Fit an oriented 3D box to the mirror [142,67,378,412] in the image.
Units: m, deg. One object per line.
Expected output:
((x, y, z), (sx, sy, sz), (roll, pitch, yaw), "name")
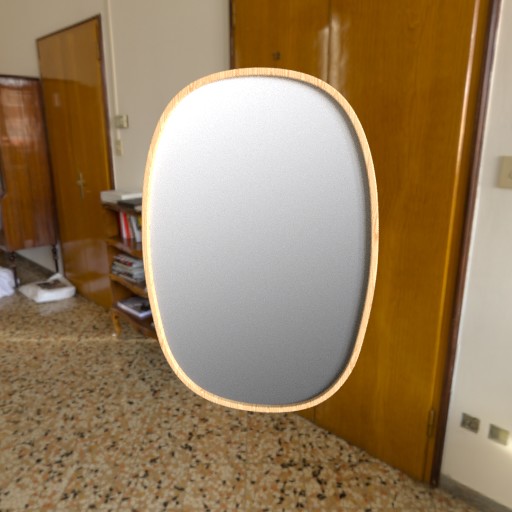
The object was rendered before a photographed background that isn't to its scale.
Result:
((0.000, 0.000, 1.367), (0.724, 1.075, 0.037), (2, 15, 9), "mirror")
